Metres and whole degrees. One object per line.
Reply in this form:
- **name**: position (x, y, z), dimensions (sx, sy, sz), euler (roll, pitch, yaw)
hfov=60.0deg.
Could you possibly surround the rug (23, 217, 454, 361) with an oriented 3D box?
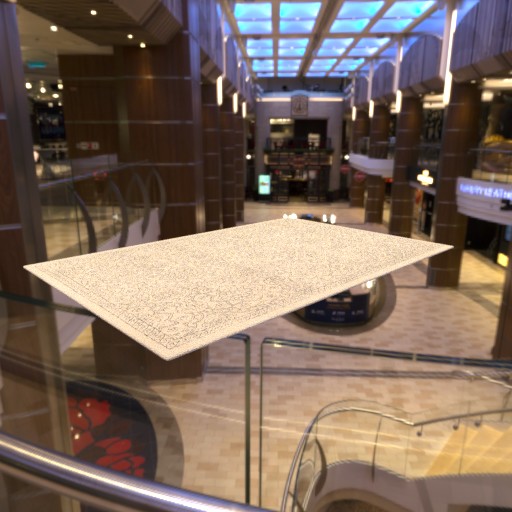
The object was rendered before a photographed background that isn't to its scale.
- **rug**: position (0.000, 0.000, 2.237), dimensions (1.829, 0.010, 1.219), euler (-14, 21, -42)
